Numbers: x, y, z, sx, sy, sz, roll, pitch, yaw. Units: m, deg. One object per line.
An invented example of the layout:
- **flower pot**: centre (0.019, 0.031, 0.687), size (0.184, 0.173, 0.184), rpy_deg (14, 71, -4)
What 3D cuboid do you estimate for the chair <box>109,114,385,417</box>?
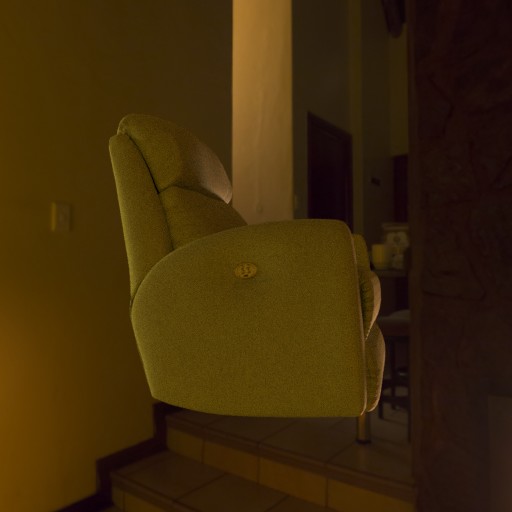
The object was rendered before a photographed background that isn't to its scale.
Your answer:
- **chair**: centre (0.000, 0.000, 1.708), size (0.940, 1.016, 0.794), rpy_deg (-1, -2, 18)
